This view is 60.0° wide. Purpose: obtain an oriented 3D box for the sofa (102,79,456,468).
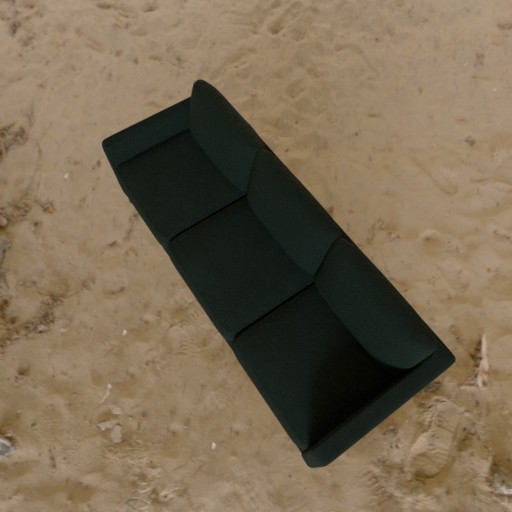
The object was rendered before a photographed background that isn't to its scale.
[{"bbox_3d":[0.000,0.000,2.632,0.859,0.870,2.218,-32,68,-14],"label":"sofa"}]
